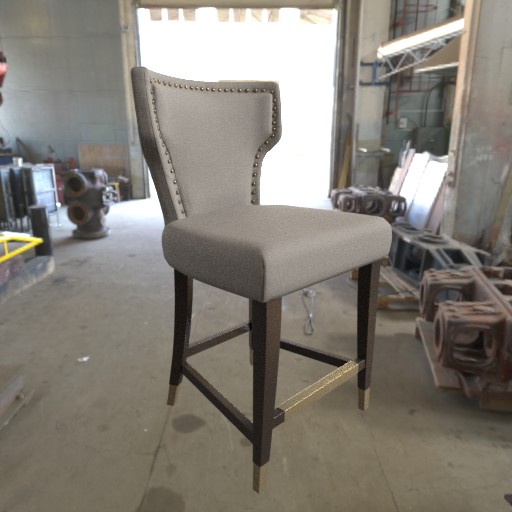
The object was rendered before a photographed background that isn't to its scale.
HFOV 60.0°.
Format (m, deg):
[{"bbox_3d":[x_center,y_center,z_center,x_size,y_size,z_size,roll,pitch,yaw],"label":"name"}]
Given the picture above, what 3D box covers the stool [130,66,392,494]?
[{"bbox_3d":[0.000,0.000,1.256,0.527,0.982,0.563,-15,22,-43],"label":"stool"}]
